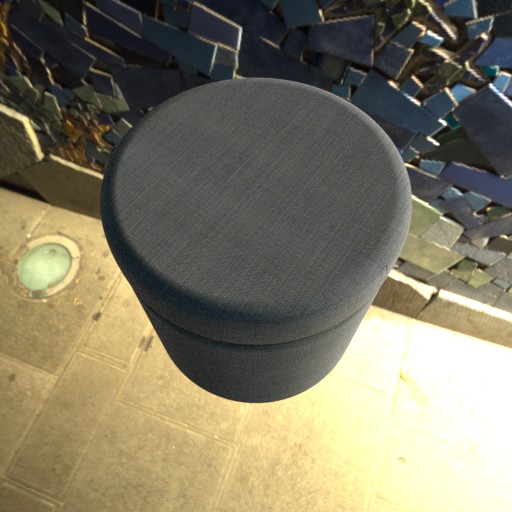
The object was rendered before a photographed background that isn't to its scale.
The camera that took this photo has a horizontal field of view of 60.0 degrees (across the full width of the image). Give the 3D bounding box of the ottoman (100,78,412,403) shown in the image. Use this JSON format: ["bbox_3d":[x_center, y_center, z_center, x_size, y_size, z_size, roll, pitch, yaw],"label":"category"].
[{"bbox_3d":[0.000,0.000,0.733,0.400,0.406,0.400,0,60,0],"label":"ottoman"}]
